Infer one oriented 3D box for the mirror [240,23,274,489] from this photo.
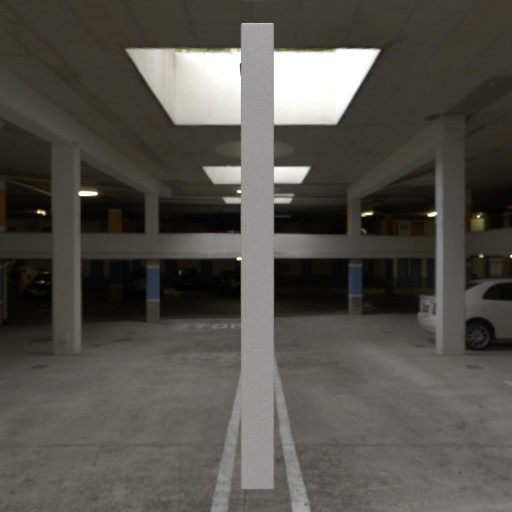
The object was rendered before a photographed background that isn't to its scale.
[{"bbox_3d":[0.000,0.000,0.685,0.041,0.508,0.405,0,0,0],"label":"mirror"}]
